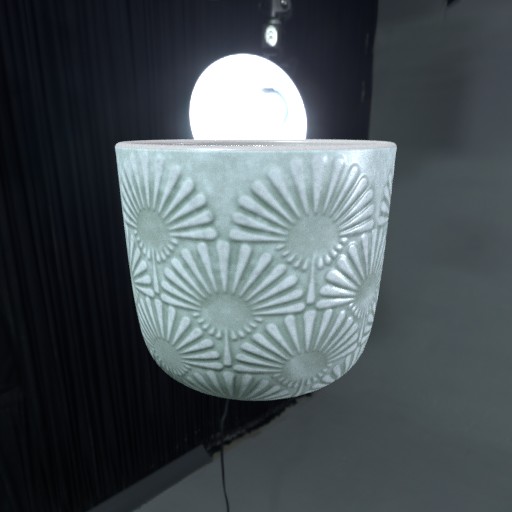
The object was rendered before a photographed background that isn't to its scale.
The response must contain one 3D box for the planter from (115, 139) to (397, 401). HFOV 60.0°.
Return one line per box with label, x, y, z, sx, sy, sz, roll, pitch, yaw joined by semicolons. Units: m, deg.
planter;0.000;0.000;0.218;0.124;0.109;0.124;0;16;0
